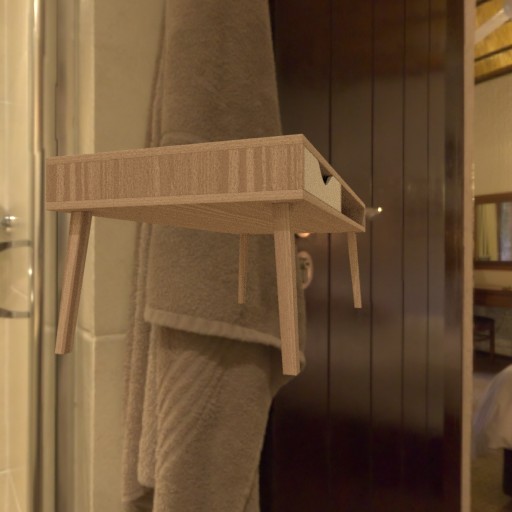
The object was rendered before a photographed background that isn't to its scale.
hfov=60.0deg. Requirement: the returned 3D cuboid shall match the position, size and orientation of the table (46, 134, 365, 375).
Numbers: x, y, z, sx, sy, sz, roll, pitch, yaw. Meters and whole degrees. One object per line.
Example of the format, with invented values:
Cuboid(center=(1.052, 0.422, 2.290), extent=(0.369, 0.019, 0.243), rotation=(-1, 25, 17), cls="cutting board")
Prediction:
Cuboid(center=(0.000, 0.000, 1.480), extent=(0.600, 0.450, 1.200), rotation=(0, 0, 19), cls="table")
